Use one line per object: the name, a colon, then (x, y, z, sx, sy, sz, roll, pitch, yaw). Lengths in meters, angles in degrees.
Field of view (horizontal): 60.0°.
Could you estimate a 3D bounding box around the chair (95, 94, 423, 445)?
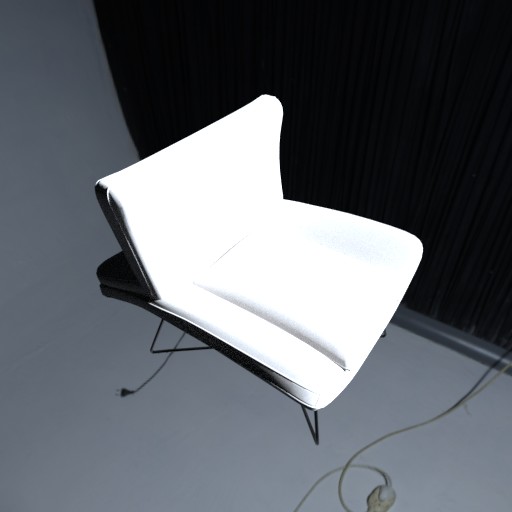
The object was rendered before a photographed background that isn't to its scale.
chair: (0.000, 0.000, 1.635, 1.008, 0.855, 0.859, 24, 46, 26)
